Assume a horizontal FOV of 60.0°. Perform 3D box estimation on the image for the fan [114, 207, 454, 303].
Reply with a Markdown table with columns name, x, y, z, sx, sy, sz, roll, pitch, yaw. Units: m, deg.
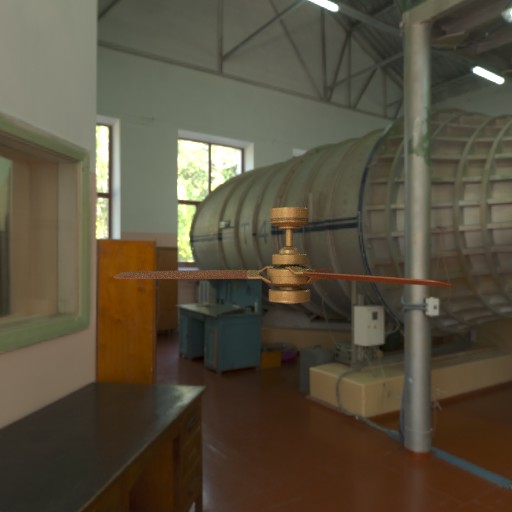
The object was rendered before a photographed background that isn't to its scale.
| name | x | y | z | sx | sy | sz | roll | pitch | yaw |
| --- | --- | --- | --- | --- | --- | --- | --- | --- | --- |
| fan | 0.000 | 0.000 | 2.050 | 1.271 | 0.425 | 1.416 | 0 | 0 | 1 |
